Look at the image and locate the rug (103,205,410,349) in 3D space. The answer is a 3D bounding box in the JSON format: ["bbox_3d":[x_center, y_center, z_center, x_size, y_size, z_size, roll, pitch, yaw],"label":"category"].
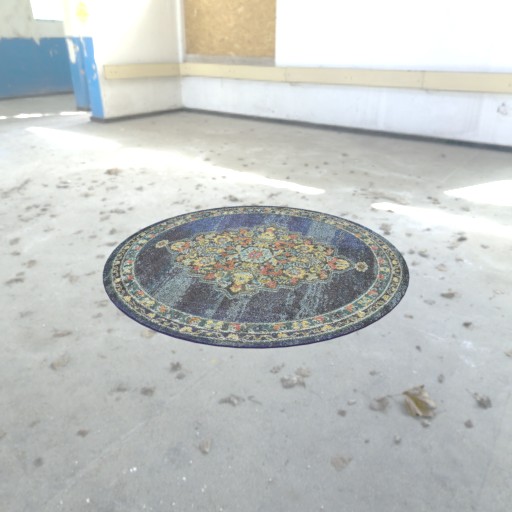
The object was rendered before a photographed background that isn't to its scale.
[{"bbox_3d":[0.000,0.000,3.607,2.386,0.014,2.386,0,26,0],"label":"rug"}]
